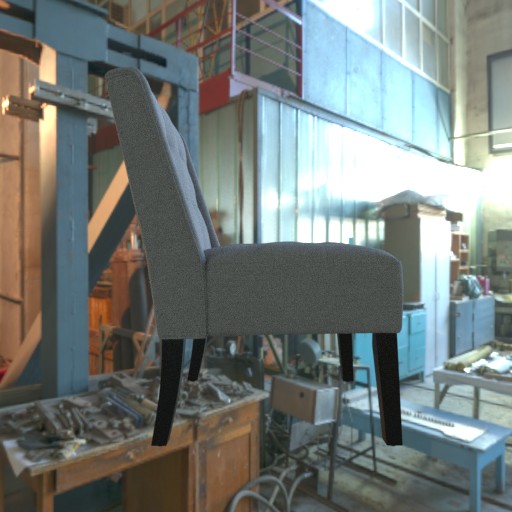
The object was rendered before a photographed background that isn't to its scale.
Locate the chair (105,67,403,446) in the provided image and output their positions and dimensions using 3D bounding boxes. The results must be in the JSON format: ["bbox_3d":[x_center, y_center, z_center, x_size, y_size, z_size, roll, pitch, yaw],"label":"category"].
[{"bbox_3d":[0.000,0.000,1.251,0.676,0.853,0.569,0,0,0],"label":"chair"}]
